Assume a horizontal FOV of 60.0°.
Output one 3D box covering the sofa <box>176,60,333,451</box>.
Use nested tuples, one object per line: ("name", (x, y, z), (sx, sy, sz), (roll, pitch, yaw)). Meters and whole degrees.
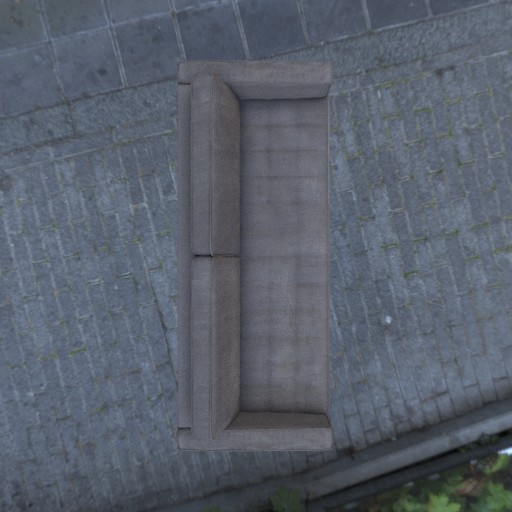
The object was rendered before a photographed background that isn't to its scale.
("sofa", (0.000, 0.000, 2.728), (0.923, 0.813, 2.295), (0, 90, 0))
